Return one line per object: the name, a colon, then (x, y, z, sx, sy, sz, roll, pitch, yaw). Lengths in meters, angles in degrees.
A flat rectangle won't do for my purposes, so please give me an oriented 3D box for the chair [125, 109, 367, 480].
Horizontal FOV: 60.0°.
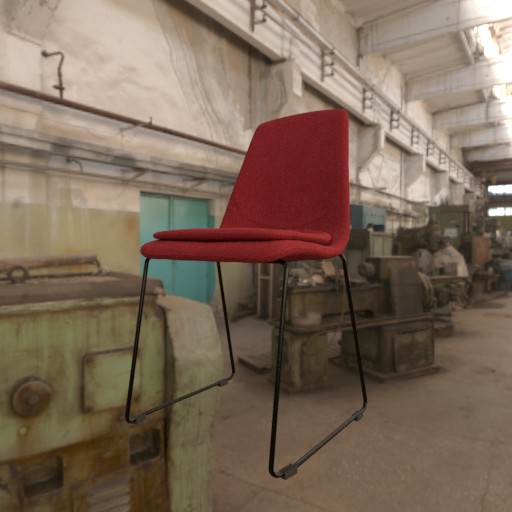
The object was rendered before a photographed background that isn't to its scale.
chair: (0.000, 0.000, 1.175, 0.479, 0.858, 0.518, 2, 3, 35)
